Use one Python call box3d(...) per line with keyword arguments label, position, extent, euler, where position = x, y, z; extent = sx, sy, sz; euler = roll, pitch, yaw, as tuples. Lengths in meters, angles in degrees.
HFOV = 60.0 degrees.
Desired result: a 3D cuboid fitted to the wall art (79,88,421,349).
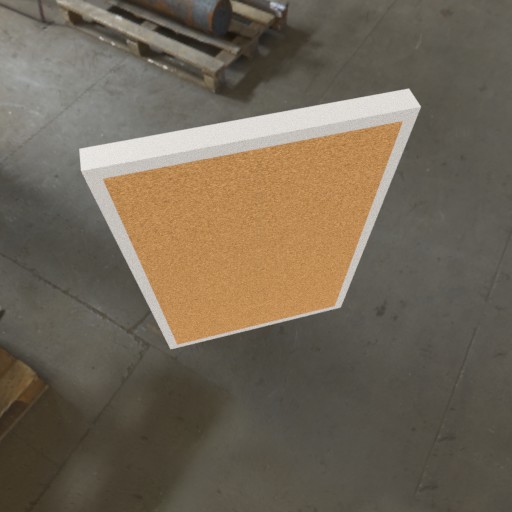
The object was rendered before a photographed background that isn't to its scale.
box3d(label="wall art", position=(0.000, 0.000, 0.860), extent=(0.450, 0.657, 0.038), euler=(-13, 60, -7))
